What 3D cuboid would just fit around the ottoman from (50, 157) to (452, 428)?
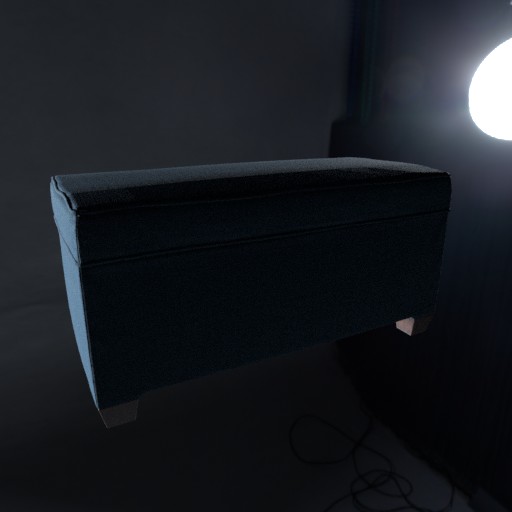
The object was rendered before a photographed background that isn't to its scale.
[{"bbox_3d":[0.000,0.000,1.185,0.943,0.474,0.474,-9,21,-26],"label":"ottoman"}]
